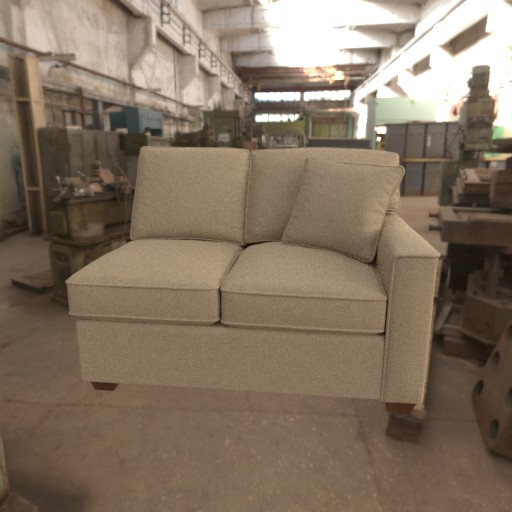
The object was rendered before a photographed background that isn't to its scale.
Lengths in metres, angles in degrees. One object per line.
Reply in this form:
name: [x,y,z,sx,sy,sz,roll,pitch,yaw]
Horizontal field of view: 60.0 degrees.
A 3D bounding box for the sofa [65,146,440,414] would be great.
sofa: [0.000,0.000,2.068,1.388,0.989,0.991,2,15,7]
